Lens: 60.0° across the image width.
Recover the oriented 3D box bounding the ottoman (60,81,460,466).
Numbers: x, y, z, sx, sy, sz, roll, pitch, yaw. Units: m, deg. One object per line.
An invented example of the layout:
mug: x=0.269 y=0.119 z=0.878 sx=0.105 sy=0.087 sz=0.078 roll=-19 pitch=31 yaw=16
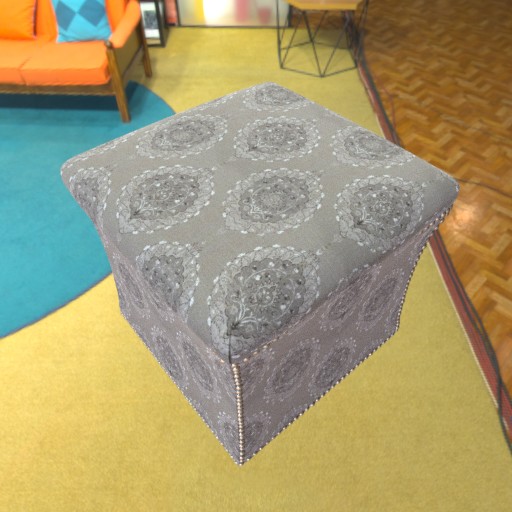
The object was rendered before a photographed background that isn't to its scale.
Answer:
ottoman: x=0.000 y=0.000 z=0.885 sx=0.507 sy=0.473 sz=0.497 roll=-31 pitch=54 yaw=-26
